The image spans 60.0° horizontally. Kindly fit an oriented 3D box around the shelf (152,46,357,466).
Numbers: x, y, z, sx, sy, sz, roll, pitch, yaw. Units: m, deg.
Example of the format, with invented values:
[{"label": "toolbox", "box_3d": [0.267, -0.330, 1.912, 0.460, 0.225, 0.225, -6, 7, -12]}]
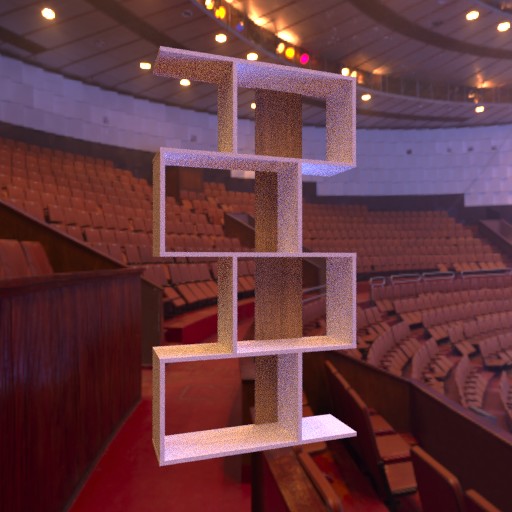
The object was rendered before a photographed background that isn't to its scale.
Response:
[{"label": "shelf", "box_3d": [0.000, 0.000, 2.007, 0.890, 1.650, 0.250, 0, 0, -19]}]
